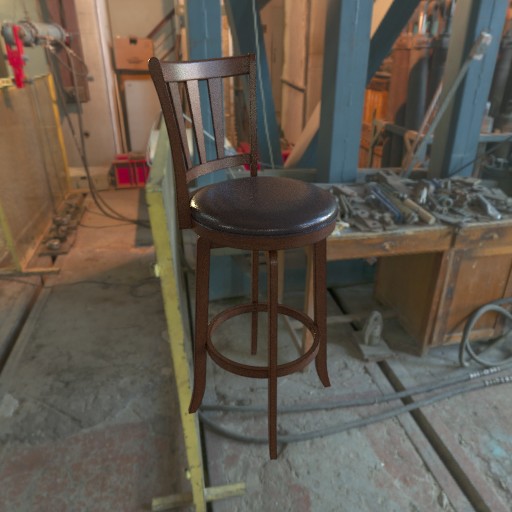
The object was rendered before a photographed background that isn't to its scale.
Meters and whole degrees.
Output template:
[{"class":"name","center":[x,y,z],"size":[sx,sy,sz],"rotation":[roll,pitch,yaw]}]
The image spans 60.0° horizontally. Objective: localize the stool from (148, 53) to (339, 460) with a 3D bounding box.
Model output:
[{"class":"stool","center":[0.000,0.000,1.429],"size":[0.503,1.177,0.464],"rotation":[16,30,30]}]
